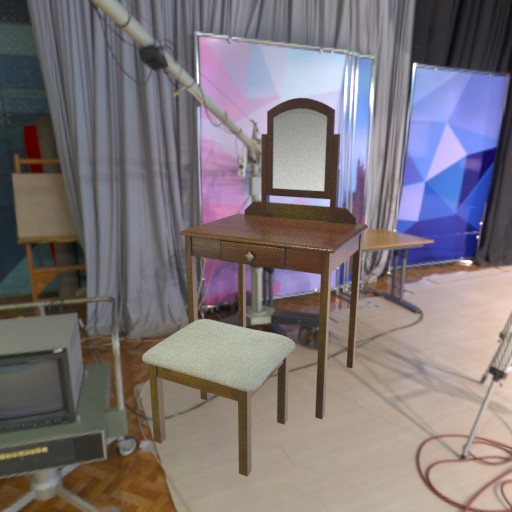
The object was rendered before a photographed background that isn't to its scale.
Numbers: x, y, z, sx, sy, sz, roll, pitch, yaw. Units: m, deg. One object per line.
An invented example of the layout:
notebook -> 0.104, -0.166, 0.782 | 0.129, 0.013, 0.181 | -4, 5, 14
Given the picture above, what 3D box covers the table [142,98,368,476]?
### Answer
table -> 0.000, 0.000, 2.305 | 0.876, 1.631, 1.211 | 8, 17, 26
